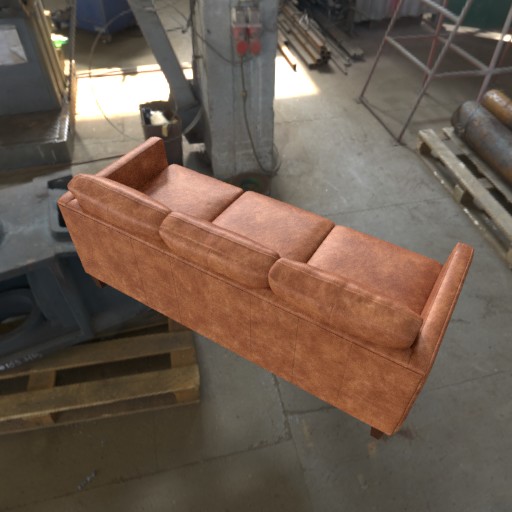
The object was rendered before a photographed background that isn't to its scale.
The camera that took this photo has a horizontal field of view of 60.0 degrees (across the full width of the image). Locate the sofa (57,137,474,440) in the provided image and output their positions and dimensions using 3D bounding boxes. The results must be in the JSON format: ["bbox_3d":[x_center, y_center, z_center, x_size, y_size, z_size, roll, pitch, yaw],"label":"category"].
[{"bbox_3d":[0.000,0.000,2.971,2.464,1.006,1.045,23,49,22],"label":"sofa"}]
